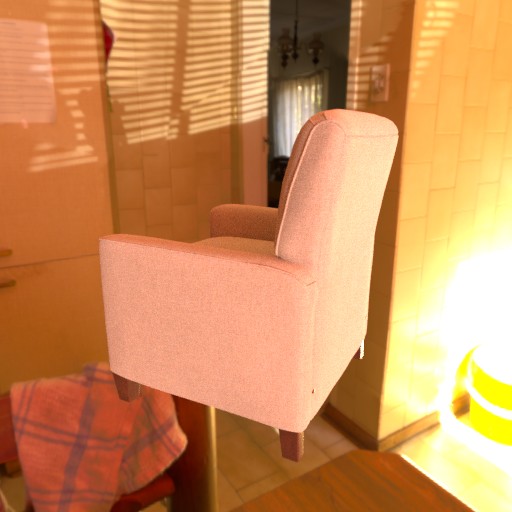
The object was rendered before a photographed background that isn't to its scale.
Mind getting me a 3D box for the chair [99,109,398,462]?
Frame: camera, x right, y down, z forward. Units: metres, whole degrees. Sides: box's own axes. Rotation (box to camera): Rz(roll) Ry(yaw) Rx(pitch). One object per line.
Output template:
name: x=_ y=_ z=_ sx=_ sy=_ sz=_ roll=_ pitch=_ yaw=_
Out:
chair: x=0.000 y=0.000 z=1.671 sx=0.859 sy=1.023 sz=0.845 roll=8 pitch=17 yaw=26
